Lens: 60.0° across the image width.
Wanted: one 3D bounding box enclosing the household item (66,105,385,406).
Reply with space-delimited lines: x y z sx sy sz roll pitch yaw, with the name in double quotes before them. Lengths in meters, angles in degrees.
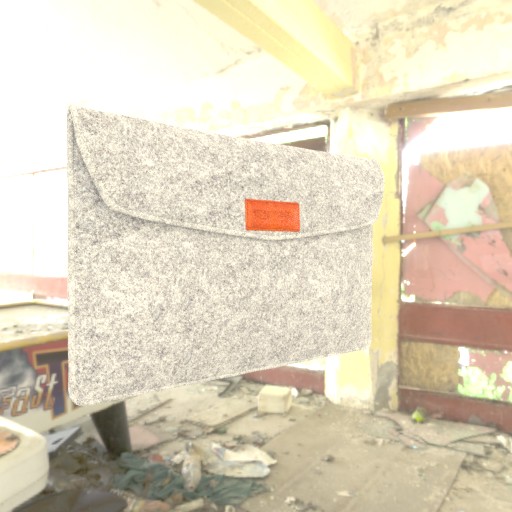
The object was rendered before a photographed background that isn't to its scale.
"household item" 0.000 0.000 0.420 0.335 0.221 0.057 -1 1 -36
